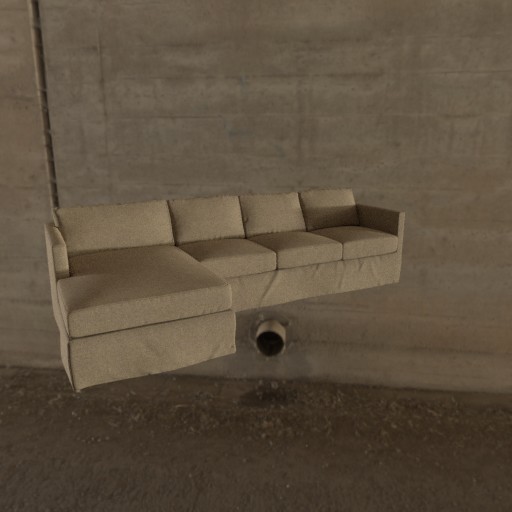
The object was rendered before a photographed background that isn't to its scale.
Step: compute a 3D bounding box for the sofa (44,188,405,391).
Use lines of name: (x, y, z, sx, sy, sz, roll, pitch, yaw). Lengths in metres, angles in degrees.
sofa: (0.000, 0.000, 3.773, 3.198, 0.920, 1.638, -7, 16, -27)
